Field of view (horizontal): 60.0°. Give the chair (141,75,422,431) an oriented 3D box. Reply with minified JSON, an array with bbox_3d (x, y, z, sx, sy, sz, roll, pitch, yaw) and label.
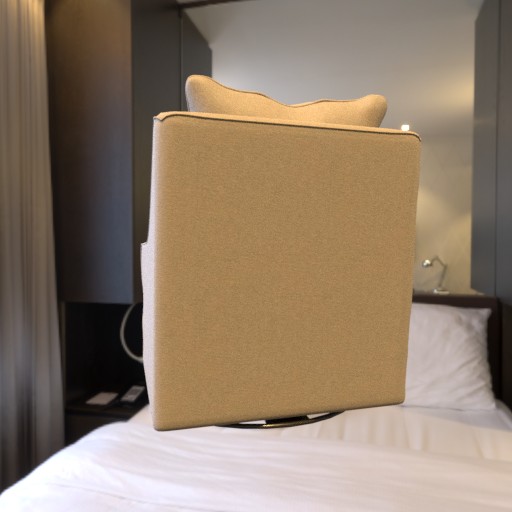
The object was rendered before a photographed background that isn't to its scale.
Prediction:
[{"bbox_3d":[0.000,0.000,1.560,0.760,0.942,0.876,0,1,-16],"label":"chair"}]
